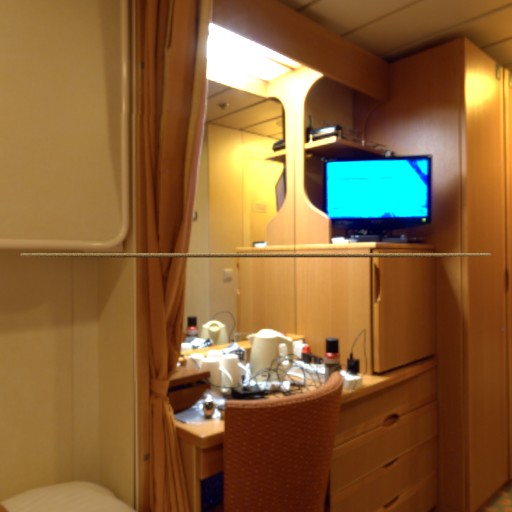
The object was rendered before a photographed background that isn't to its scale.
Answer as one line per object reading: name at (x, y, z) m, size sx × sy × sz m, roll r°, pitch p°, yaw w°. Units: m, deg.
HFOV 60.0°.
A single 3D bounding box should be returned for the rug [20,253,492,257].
rug at (0.000, 0.000, 2.320) m, size 1.829 × 0.010 × 1.219 m, roll 0°, pitch 0°, yaw 0°
